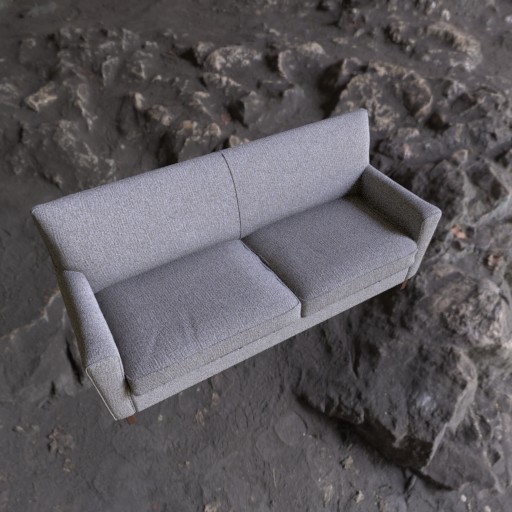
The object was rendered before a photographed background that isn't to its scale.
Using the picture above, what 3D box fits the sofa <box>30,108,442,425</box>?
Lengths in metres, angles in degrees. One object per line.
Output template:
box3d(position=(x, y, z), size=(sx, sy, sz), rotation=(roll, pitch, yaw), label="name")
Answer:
box3d(position=(0.000, 0.000, 2.487), size=(2.026, 0.942, 0.854), rotation=(-22, 49, -20), label="sofa")
